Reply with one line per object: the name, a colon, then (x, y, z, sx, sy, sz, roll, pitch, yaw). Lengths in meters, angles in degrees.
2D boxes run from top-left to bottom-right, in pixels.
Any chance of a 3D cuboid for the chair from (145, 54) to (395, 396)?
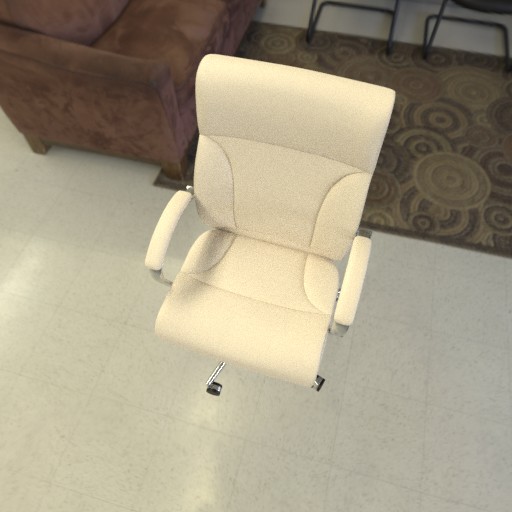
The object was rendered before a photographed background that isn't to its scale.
chair: (0.000, 0.000, 1.553, 0.727, 1.099, 0.745, 15, 59, 10)
